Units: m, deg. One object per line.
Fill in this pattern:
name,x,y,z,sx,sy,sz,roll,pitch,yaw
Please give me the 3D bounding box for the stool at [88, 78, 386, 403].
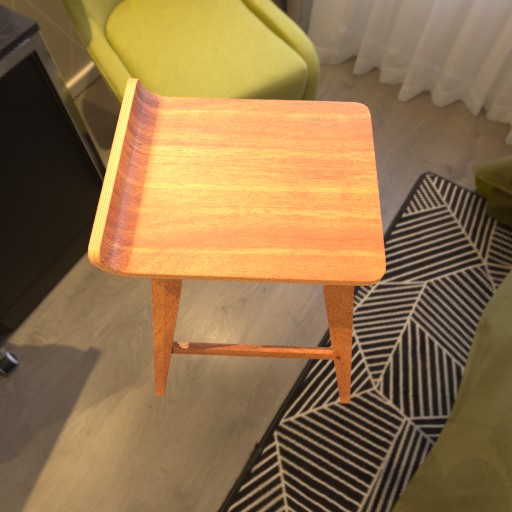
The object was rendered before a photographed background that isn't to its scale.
stool,0.000,0.000,0.961,0.500,0.650,0.500,2,63,1
